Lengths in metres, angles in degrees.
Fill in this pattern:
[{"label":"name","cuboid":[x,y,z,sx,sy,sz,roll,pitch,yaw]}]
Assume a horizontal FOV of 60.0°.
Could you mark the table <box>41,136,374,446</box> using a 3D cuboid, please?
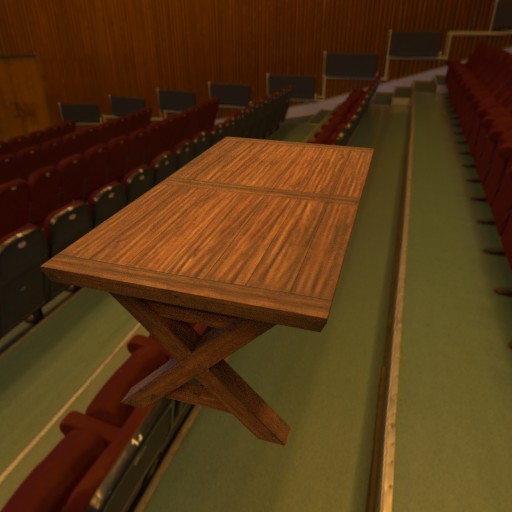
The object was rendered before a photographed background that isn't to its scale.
[{"label":"table","cuboid":[0.000,0.000,2.523,1.071,0.793,1.966,9,31,15]}]
